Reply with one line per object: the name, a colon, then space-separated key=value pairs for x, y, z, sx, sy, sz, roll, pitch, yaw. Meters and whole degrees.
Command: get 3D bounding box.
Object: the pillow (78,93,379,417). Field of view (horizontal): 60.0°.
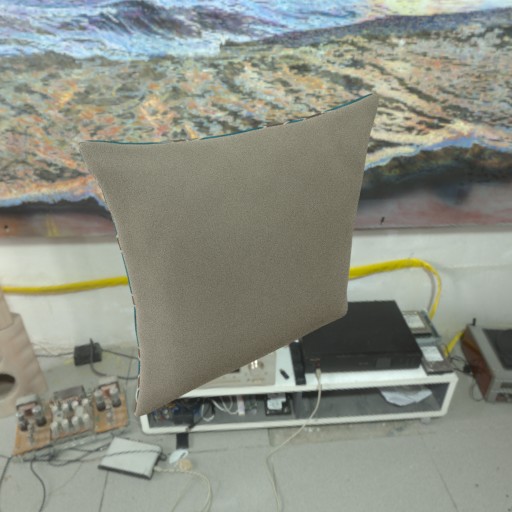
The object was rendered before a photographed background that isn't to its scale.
pillow: x=0.000 y=0.000 z=0.795 sx=0.526 sy=0.507 sz=0.166 roll=-20 pitch=37 yaw=-29
